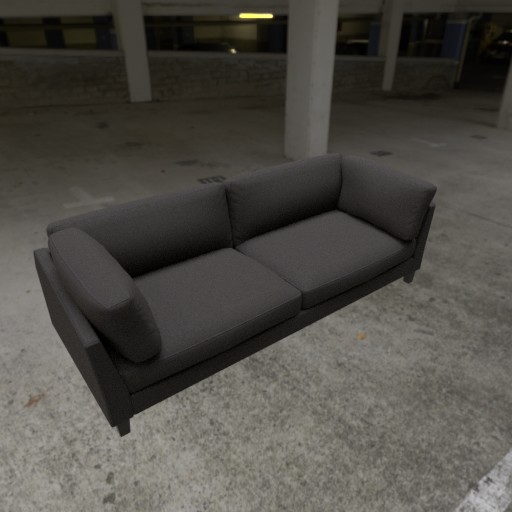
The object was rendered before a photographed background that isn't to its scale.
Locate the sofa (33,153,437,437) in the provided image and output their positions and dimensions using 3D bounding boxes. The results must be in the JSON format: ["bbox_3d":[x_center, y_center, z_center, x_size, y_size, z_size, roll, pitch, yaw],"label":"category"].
[{"bbox_3d":[0.000,0.000,2.700,2.312,0.792,0.969,-20,35,-32],"label":"sofa"}]
